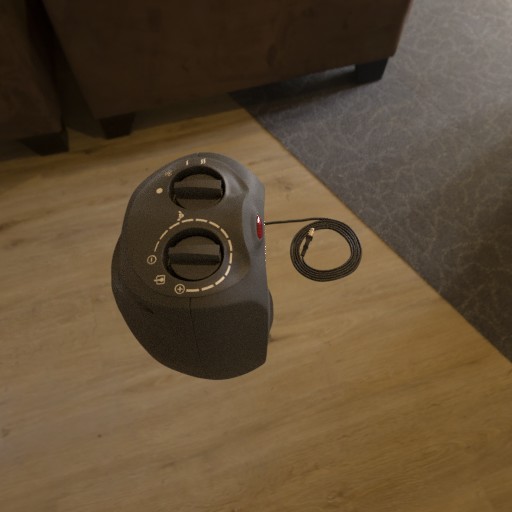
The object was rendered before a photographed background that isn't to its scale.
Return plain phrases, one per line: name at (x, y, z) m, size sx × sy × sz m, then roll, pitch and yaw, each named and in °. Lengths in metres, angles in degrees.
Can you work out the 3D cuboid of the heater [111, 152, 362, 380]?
heater at (0.000, 0.000, 0.469) m, size 0.291 × 0.240 × 0.239 m, roll -1°, pitch 63°, yaw 0°
